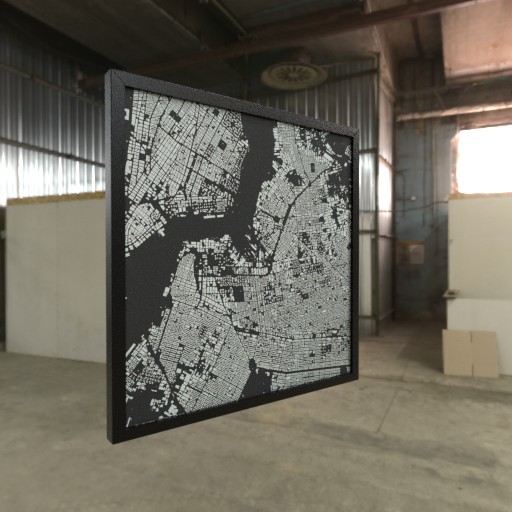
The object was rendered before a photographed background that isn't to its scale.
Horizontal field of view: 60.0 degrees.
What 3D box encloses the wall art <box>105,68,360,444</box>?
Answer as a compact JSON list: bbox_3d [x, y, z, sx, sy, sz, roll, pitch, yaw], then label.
[{"bbox_3d":[0.000,0.000,1.135,0.755,0.761,0.038,-1,1,-37],"label":"wall art"}]
